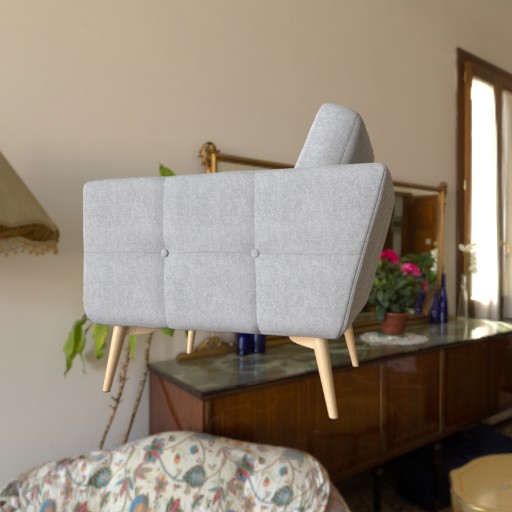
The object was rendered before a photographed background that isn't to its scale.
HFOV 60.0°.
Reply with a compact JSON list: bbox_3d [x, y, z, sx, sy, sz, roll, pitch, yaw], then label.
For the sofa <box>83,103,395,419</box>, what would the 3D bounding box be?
[{"bbox_3d":[0.000,0.000,1.550,0.920,0.860,0.770,0,0,18],"label":"sofa"}]
